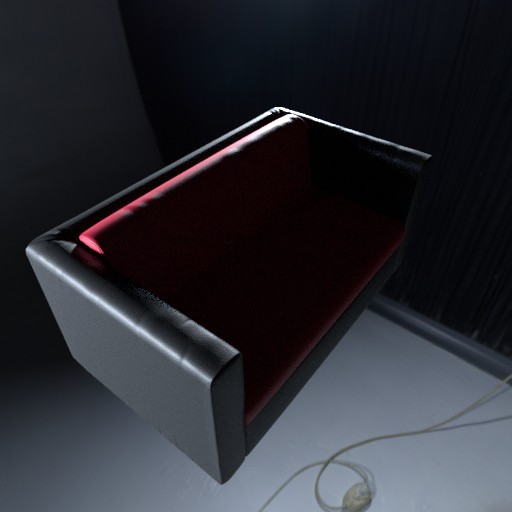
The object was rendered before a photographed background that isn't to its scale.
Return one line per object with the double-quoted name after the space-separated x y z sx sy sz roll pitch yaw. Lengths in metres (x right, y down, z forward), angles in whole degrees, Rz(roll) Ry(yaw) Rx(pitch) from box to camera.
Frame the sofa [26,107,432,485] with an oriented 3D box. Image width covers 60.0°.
0.000 0.000 1.863 0.845 0.735 1.410 27 48 27 "sofa"
